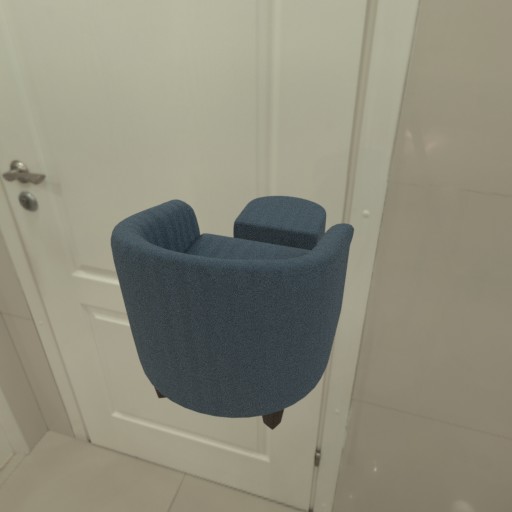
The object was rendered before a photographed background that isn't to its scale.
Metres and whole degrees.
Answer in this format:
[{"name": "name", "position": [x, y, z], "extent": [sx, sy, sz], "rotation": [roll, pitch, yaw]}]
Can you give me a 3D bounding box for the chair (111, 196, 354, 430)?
[{"name": "chair", "position": [0.000, 0.000, 1.832], "extent": [0.756, 0.757, 1.288], "rotation": [10, 34, 15]}]
